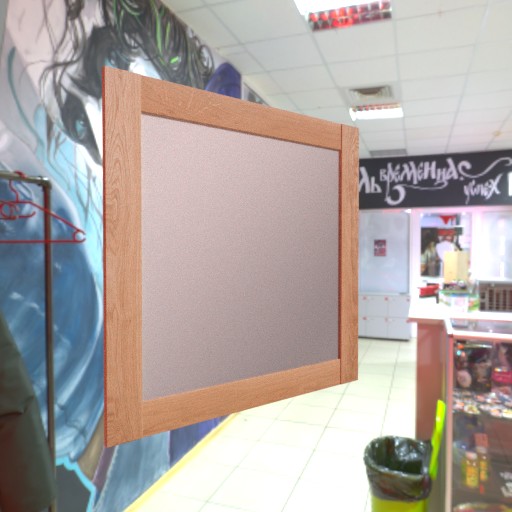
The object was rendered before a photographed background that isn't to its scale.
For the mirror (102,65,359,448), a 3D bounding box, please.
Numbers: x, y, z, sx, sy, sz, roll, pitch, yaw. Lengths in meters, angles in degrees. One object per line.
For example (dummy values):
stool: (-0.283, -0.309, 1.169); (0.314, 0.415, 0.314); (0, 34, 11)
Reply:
mirror: (0.000, 0.000, 1.174); (0.800, 0.800, 0.020); (-1, 1, -37)
